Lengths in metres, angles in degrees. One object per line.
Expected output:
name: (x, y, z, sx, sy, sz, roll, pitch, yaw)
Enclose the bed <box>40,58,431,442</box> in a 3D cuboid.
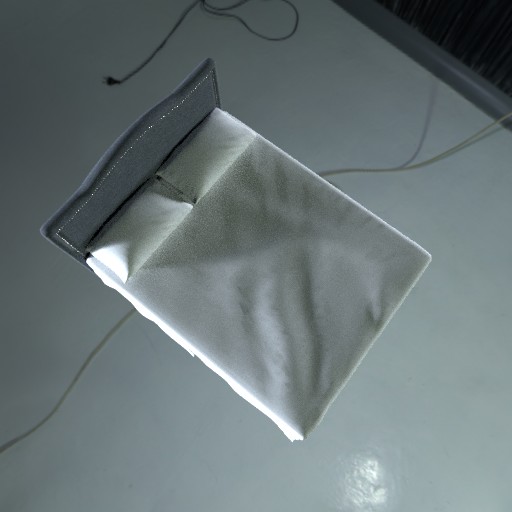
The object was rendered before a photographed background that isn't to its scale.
bed: (0.000, 0.000, 4.006, 2.689, 1.457, 2.161, 37, 77, 10)
